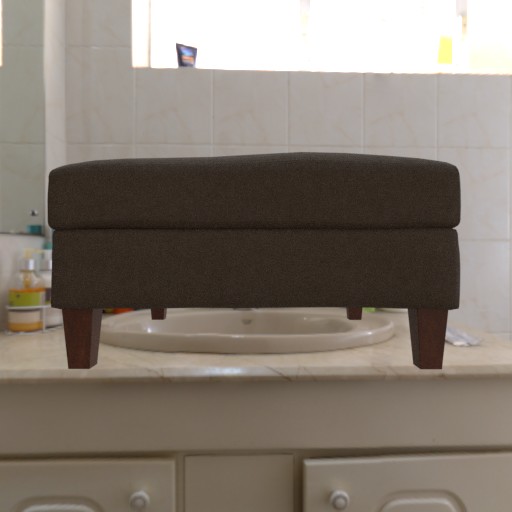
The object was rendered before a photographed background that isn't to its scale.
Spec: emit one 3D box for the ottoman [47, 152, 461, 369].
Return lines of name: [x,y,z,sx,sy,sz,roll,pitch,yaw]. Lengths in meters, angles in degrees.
ottoman: [0.000,0.000,1.334,0.881,0.482,0.861,0,0,0]
